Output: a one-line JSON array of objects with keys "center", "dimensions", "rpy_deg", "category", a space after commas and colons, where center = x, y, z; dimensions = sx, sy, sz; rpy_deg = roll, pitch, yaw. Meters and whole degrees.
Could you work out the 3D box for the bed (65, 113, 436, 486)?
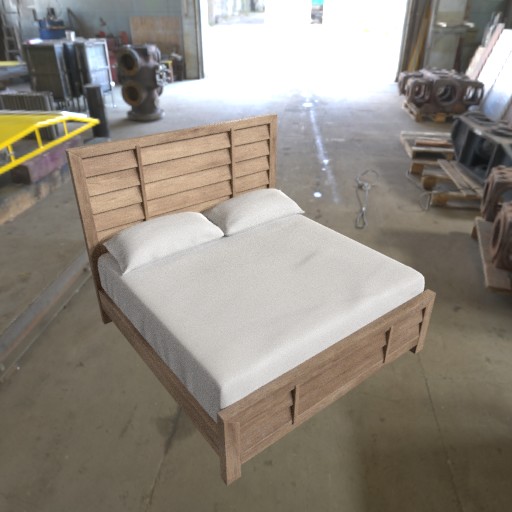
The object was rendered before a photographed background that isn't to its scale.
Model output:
[{"center": [0.000, 0.000, 3.562], "dimensions": [2.032, 1.626, 2.062], "rpy_deg": [-21, 36, -32], "category": "bed"}]
